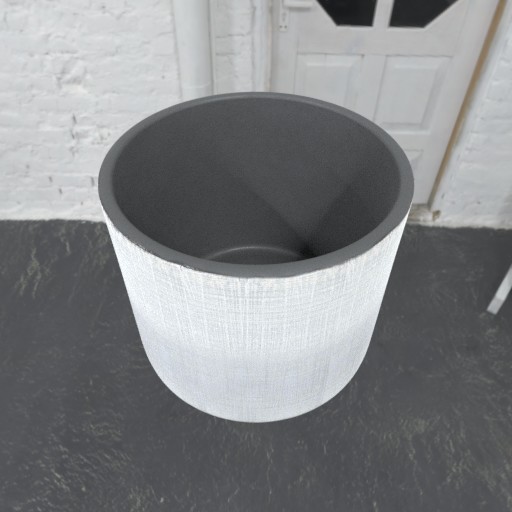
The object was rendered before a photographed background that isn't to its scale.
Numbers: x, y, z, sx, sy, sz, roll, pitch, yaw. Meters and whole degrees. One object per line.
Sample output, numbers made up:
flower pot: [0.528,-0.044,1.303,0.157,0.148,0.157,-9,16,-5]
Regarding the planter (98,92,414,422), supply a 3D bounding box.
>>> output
planter: [0.000,0.000,0.436,0.254,0.221,0.254,0,46,0]
